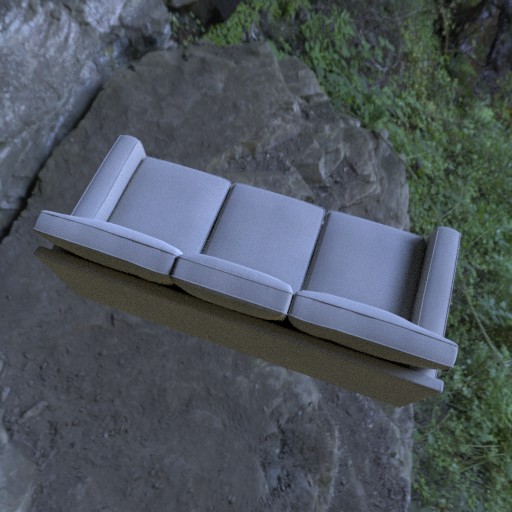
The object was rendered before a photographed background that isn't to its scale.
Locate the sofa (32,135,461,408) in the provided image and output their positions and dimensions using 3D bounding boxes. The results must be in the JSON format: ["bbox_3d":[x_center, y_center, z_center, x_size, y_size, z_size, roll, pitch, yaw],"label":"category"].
[{"bbox_3d":[0.000,0.000,2.510,2.088,0.862,0.935,17,66,8],"label":"sofa"}]
